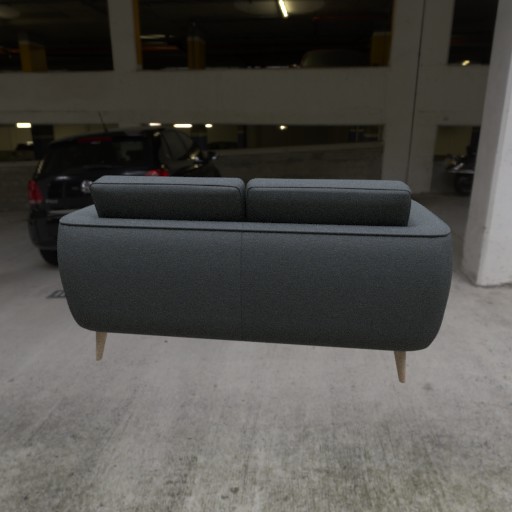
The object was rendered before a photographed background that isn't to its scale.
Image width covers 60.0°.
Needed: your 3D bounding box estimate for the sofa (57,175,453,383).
[{"bbox_3d":[0.000,0.000,2.238,1.700,0.850,0.920,2,17,7],"label":"sofa"}]
